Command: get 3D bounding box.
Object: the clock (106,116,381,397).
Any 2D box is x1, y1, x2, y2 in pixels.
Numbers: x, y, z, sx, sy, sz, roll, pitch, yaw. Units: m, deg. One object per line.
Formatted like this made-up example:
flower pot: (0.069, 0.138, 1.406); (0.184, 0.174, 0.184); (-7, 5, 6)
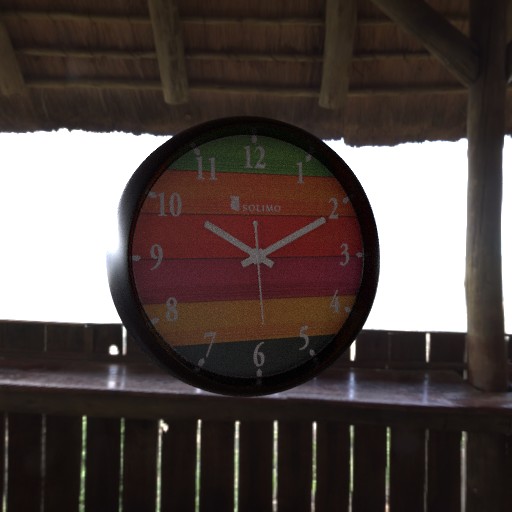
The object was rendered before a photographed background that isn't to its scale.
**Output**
clock: (0.000, 0.000, 0.466); (0.300, 0.300, 0.060); (0, -1, -18)
